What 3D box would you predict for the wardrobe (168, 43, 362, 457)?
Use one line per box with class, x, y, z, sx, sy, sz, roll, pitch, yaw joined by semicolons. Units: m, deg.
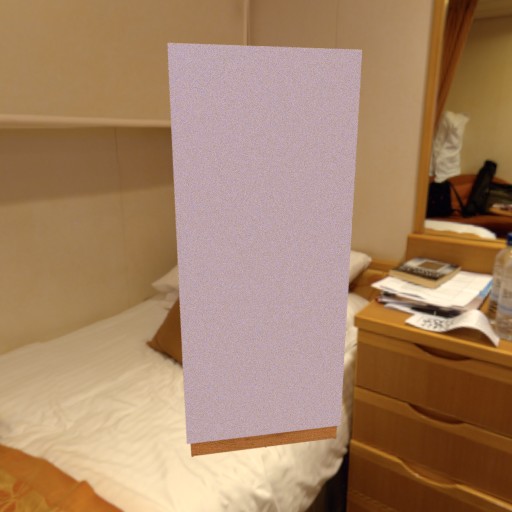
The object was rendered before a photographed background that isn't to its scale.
wardrobe;0.000;0.000;2.472;0.860;2.040;0.600;-3;16;-10
